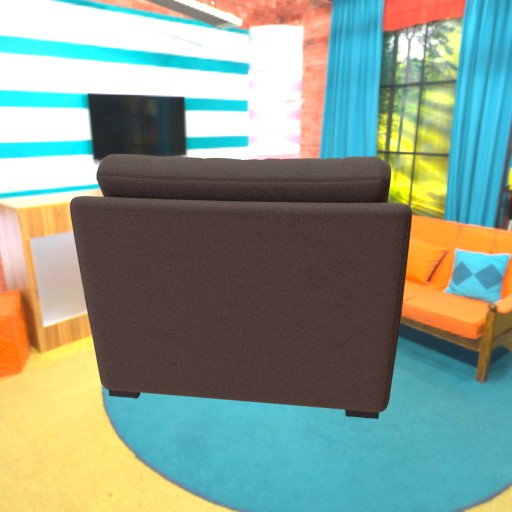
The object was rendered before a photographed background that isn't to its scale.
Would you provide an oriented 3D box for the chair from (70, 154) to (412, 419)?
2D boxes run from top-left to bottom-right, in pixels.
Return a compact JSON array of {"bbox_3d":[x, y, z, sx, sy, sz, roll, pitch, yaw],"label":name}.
[{"bbox_3d":[0.000,0.000,2.005,1.168,0.940,1.143,2,17,8],"label":"chair"}]
